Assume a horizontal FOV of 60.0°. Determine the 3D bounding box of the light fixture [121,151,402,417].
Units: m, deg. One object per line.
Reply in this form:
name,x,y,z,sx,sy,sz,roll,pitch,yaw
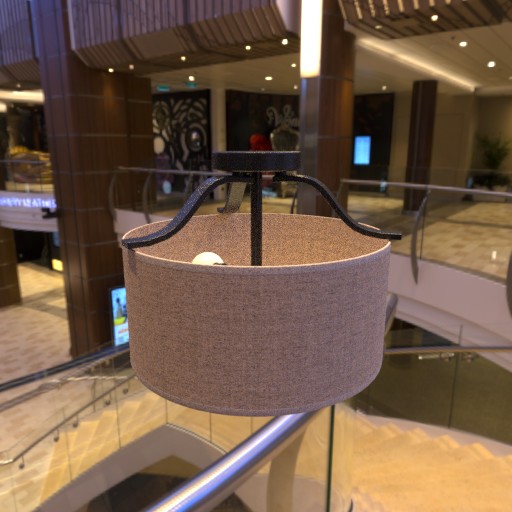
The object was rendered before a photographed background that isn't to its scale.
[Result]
light fixture,0.000,0.000,0.667,0.390,0.306,0.390,0,14,0
